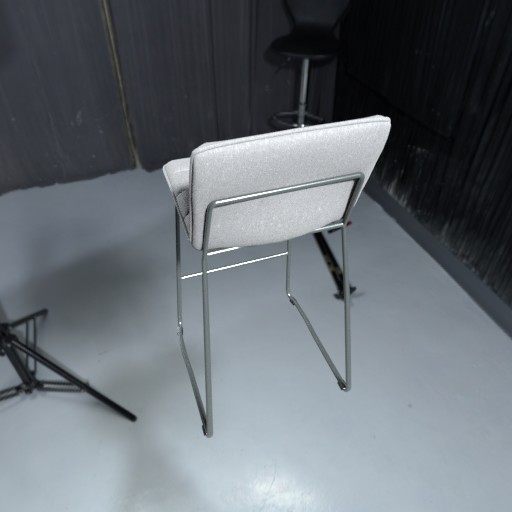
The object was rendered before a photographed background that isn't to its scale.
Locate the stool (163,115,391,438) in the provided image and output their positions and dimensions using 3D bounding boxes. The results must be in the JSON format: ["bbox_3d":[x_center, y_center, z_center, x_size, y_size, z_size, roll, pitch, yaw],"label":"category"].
[{"bbox_3d":[0.000,0.000,1.252,0.490,0.960,0.490,-13,43,-15],"label":"stool"}]
